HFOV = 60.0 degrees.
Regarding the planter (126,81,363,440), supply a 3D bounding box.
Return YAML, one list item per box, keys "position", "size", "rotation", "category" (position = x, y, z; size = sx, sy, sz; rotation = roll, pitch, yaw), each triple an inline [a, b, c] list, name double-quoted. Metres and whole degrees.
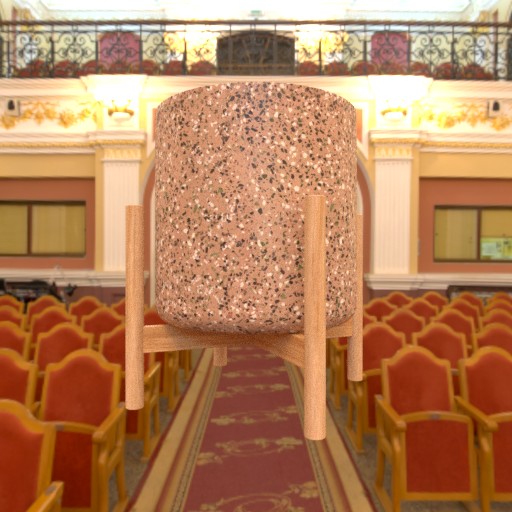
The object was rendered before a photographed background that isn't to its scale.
- position: [0.000, 0.000, 0.683]
  size: [0.360, 0.419, 0.360]
  rotation: [0, 0, 0]
  category: "planter"
